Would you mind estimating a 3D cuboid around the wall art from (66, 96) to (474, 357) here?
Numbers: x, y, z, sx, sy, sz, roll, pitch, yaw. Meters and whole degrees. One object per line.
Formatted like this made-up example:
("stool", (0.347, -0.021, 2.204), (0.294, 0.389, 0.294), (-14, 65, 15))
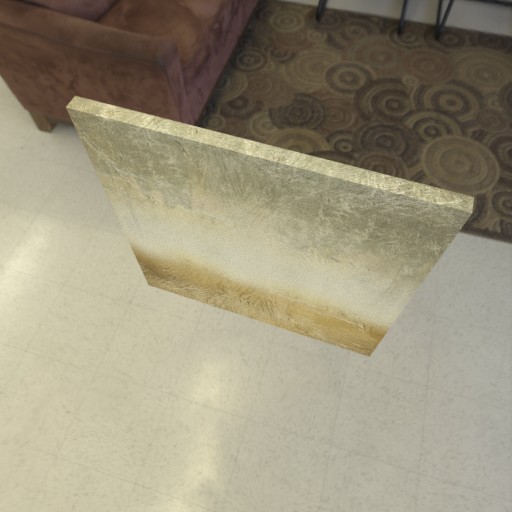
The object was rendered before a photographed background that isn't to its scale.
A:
("wall art", (0.000, 0.000, 1.614), (1.092, 1.091, 0.051), (17, 61, 10))
